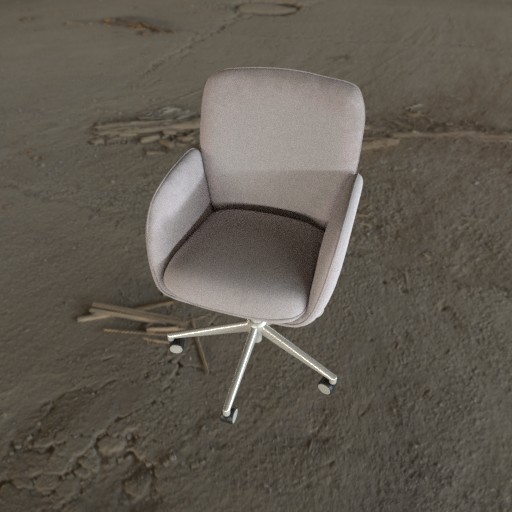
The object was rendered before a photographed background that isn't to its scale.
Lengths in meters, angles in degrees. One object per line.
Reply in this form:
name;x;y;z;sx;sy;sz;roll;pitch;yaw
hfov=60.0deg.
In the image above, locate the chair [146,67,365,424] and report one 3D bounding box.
chair;0.000;0.000;1.404;0.648;0.959;0.654;12;42;13
